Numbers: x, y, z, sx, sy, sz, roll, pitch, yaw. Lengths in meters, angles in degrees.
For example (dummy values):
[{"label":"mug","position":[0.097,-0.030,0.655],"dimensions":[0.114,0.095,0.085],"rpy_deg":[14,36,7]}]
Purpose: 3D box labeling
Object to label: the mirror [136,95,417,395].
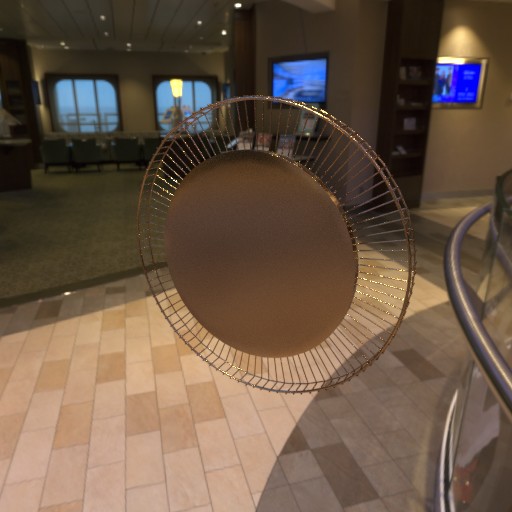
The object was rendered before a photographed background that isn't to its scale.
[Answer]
[{"label":"mirror","position":[0.000,0.000,1.031],"dimensions":[0.703,0.703,0.067],"rpy_deg":[10,21,27]}]
